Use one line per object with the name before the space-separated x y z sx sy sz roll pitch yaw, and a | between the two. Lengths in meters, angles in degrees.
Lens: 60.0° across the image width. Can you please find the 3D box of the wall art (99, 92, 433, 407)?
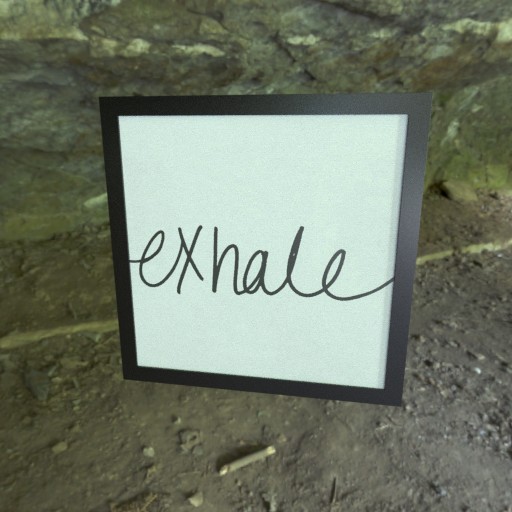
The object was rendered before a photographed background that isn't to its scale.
wall art | 0.000 0.000 0.649 0.446 0.445 0.014 3 16 9
